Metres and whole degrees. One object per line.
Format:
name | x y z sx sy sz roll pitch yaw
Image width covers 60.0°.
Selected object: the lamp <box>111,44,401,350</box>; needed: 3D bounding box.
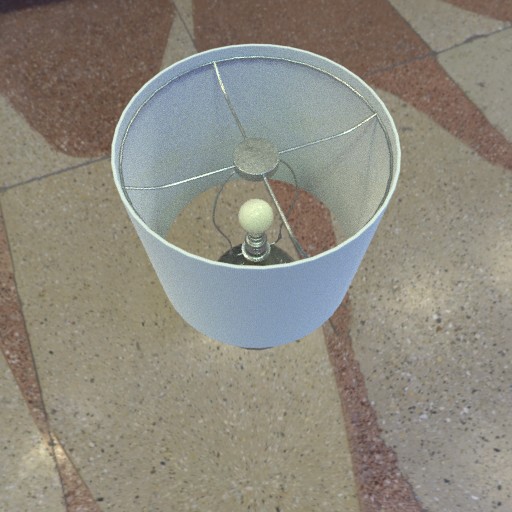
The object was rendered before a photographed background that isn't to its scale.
lamp | 0.000 0.000 0.481 0.207 0.366 0.207 -18 64 -9
